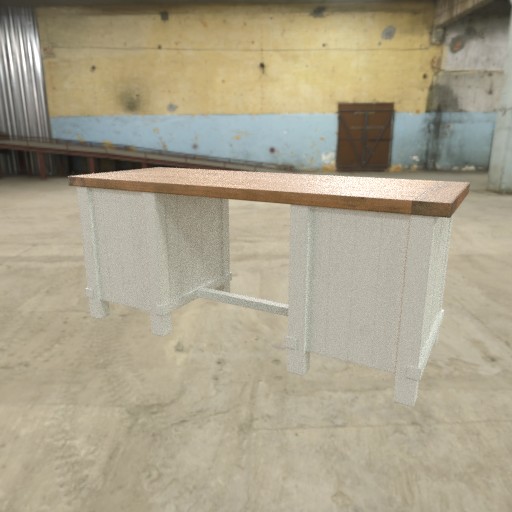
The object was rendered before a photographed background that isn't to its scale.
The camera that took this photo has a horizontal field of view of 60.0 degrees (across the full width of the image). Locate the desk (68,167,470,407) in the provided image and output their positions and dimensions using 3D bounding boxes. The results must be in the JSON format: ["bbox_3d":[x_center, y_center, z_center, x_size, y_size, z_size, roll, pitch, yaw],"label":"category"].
[{"bbox_3d":[0.000,0.000,2.215,1.803,0.760,0.688,9,18,28],"label":"desk"}]
